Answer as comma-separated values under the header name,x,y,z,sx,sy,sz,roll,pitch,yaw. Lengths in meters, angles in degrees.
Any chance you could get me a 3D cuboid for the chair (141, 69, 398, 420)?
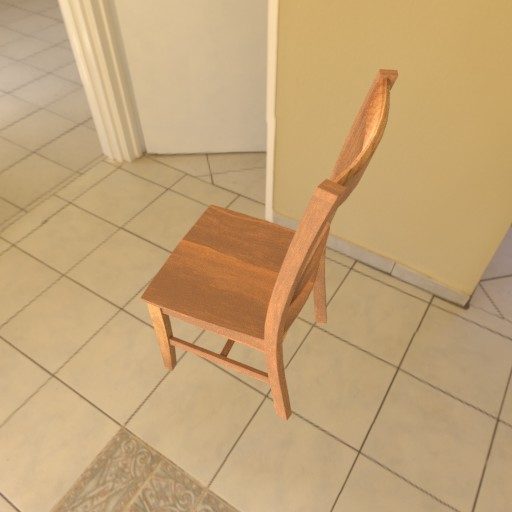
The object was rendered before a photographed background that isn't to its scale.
name,x,y,z,sx,sy,sz,roll,pitch,yaw
chair,0.000,0.000,1.288,0.542,0.983,0.485,18,50,15
